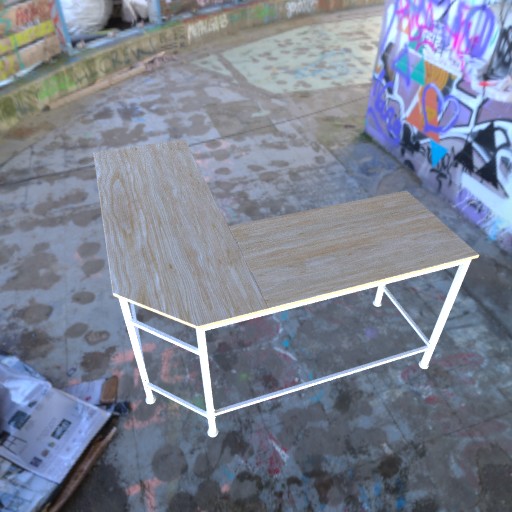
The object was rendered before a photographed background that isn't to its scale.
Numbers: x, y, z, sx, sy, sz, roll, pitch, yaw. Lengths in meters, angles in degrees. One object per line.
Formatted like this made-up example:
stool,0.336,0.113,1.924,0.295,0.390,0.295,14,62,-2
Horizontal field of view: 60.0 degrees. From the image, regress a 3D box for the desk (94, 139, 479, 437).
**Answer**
desk,0.000,0.000,2.304,1.379,0.739,1.379,-13,42,-14
